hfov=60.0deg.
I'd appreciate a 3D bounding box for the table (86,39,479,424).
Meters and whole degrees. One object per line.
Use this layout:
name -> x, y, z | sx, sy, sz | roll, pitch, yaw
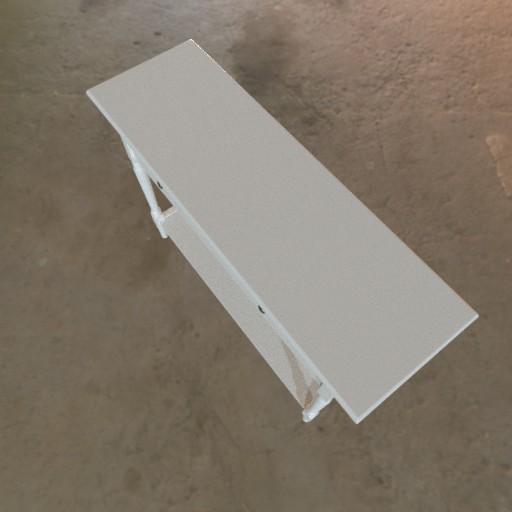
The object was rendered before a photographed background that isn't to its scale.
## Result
table -> 0.000, 0.000, 1.538 | 0.386, 0.814, 1.191 | -34, 68, -16
